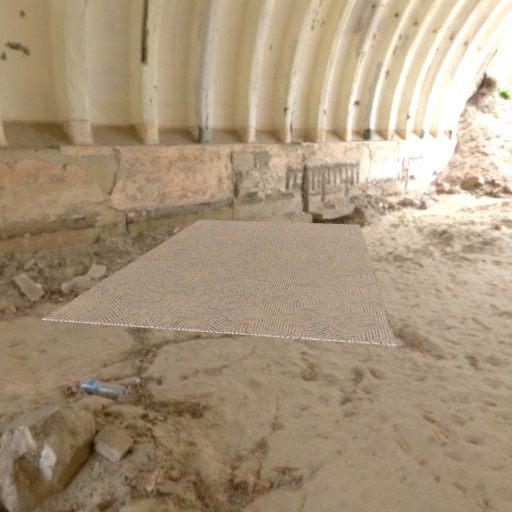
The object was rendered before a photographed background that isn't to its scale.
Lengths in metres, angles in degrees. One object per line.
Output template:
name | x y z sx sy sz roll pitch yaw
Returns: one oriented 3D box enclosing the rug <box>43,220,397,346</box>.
rug | 0.000 0.000 2.997 1.519 0.007 2.428 2 15 9
